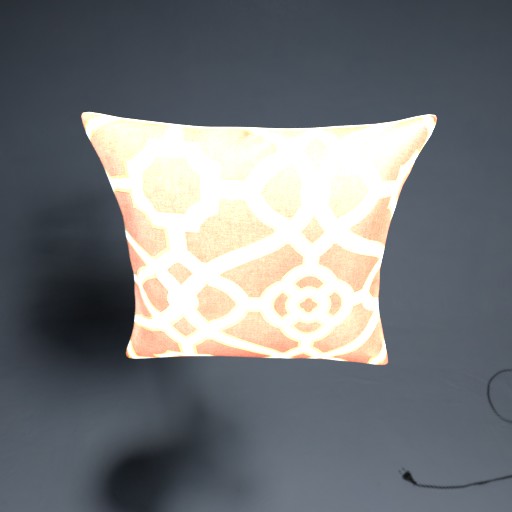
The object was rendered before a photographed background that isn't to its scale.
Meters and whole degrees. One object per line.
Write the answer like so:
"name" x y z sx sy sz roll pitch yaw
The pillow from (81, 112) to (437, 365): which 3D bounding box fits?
"pillow" 0.000 0.000 0.811 0.552 0.508 0.166 1 31 2
